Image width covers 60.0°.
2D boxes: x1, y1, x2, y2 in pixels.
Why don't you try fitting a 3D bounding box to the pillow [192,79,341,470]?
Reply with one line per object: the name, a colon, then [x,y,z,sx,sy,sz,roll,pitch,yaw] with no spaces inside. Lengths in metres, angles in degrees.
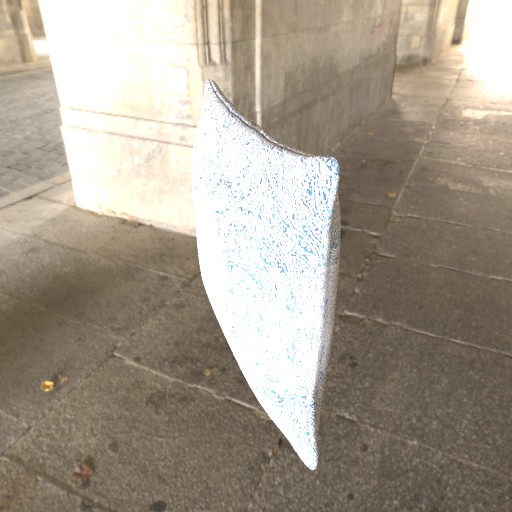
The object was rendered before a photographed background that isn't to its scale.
pillow: [0.000,0.000,0.782,0.166,0.510,0.523,-10,32,-17]
